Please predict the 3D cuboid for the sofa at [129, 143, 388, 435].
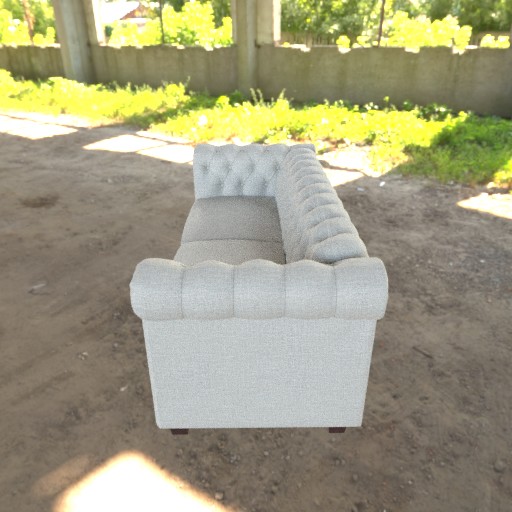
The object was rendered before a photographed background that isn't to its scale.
[{"bbox_3d":[0.000,0.000,2.244,0.783,0.797,1.798,0,27,-1],"label":"sofa"}]
